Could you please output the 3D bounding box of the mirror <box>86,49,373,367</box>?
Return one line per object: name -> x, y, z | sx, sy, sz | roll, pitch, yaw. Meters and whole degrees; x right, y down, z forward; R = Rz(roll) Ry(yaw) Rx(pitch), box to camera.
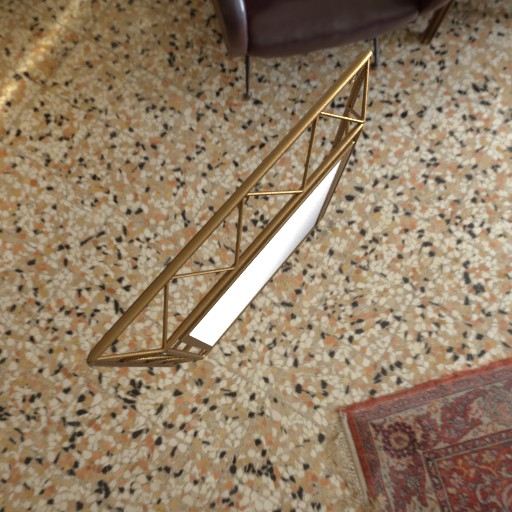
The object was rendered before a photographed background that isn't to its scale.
mirror -> 0.000, 0.000, 0.613 | 0.046, 0.414, 0.416 | 39, 79, 9
